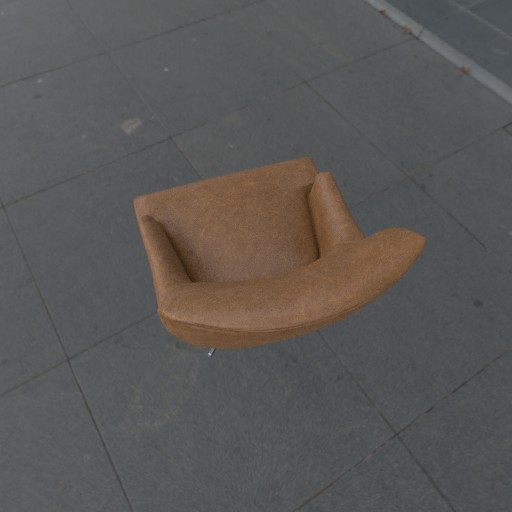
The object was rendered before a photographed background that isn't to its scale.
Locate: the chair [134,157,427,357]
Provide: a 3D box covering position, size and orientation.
[{"bbox_3d":[0.000,0.000,1.499,0.729,0.869,0.874,-15,59,-9],"label":"chair"}]
